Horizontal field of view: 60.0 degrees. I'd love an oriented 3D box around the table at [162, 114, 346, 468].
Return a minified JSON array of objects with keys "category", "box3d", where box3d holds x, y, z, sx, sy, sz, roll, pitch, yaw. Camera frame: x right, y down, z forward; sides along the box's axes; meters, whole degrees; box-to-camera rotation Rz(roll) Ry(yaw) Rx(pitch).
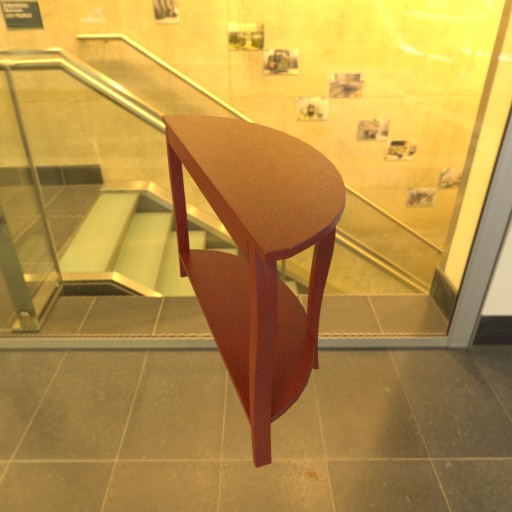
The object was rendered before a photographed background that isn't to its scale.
[{"category":"table","box3d":[0.000,0.000,1.634,0.405,0.779,1.219,-11,32,-17]}]
